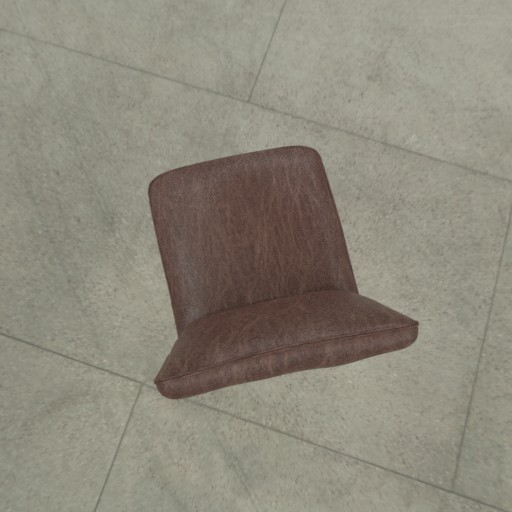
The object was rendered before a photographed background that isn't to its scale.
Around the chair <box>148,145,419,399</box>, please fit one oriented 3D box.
[{"bbox_3d":[0.000,0.000,1.213,0.543,0.803,0.645,-17,78,-4],"label":"chair"}]
